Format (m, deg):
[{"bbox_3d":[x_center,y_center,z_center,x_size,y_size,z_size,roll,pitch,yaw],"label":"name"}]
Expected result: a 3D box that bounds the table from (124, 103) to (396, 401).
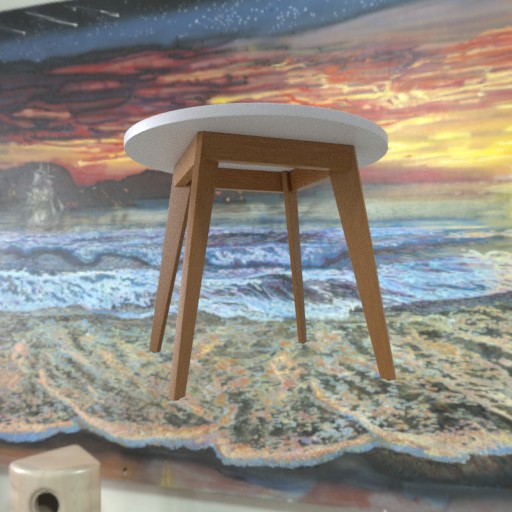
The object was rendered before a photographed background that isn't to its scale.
[{"bbox_3d":[0.000,0.000,1.563,0.896,0.762,0.896,0,-1,0],"label":"table"}]
